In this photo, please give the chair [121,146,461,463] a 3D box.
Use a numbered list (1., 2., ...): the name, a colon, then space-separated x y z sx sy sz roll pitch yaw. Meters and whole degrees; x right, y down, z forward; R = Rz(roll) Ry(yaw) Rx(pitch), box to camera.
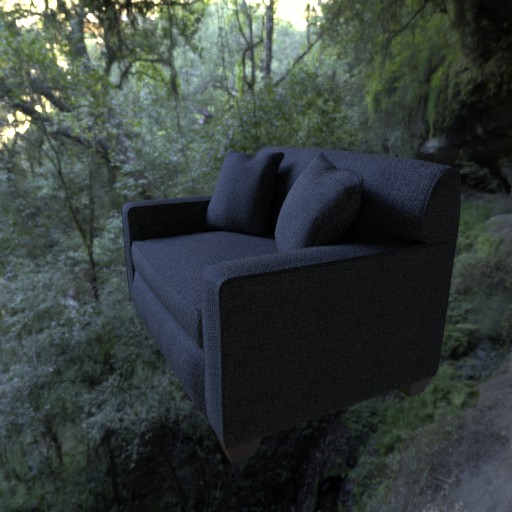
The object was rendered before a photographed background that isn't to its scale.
1. chair: 0.000 0.000 2.047 1.000 0.948 1.383 -9 19 -26
